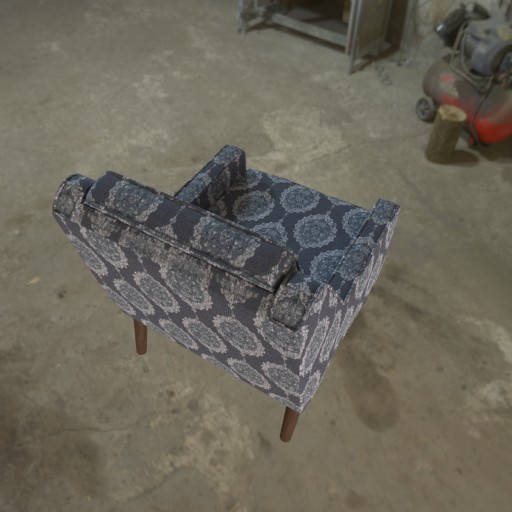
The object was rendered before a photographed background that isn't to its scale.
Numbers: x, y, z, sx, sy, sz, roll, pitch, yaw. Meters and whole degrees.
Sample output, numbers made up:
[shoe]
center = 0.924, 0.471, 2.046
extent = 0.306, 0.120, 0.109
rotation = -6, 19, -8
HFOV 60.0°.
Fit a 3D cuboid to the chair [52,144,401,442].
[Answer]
[chair]
center = 0.000, 0.000, 1.346
extent = 0.663, 0.792, 0.743
rotation = 24, 52, 20
